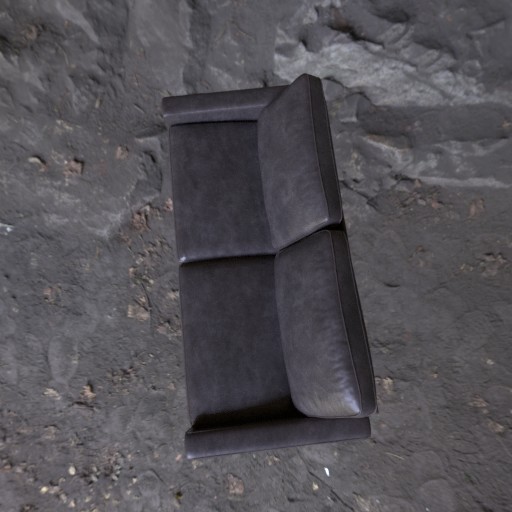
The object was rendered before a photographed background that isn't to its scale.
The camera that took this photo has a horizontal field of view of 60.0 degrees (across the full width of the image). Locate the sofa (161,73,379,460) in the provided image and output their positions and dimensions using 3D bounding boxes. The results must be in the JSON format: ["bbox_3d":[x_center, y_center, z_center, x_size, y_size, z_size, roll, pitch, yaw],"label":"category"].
[{"bbox_3d":[0.000,0.000,2.555,0.939,0.916,2.081,-6,75,-2],"label":"sofa"}]
